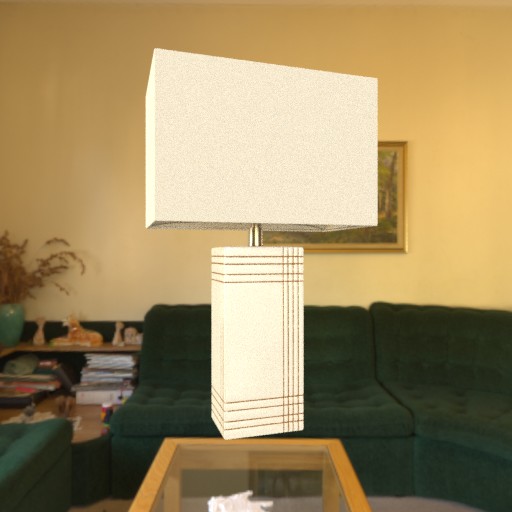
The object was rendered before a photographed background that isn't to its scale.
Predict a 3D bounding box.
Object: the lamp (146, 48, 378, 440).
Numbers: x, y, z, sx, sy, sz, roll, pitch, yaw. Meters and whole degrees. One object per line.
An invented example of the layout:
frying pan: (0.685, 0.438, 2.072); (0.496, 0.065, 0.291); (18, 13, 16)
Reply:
lamp: (0.000, 0.000, 0.713); (0.334, 0.543, 0.182); (0, 0, -17)
